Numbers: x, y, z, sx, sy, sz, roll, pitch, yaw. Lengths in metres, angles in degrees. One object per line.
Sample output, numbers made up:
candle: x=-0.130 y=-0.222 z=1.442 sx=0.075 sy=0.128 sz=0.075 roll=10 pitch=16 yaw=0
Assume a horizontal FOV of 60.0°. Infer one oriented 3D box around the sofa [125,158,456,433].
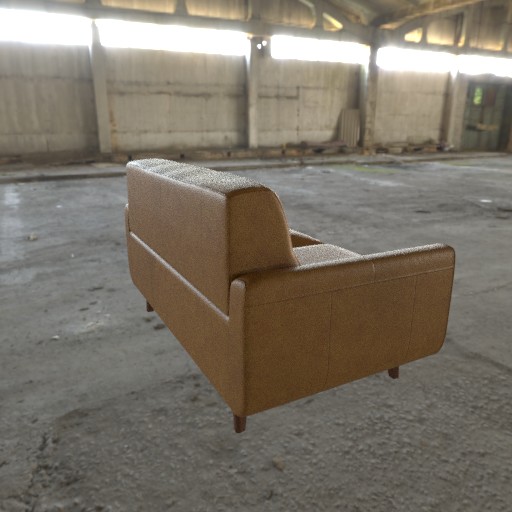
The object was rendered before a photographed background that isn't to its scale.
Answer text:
sofa: x=0.000 y=0.000 z=2.252 sx=0.952 sy=0.925 sz=1.651 roll=-9 pitch=19 yaw=-27
